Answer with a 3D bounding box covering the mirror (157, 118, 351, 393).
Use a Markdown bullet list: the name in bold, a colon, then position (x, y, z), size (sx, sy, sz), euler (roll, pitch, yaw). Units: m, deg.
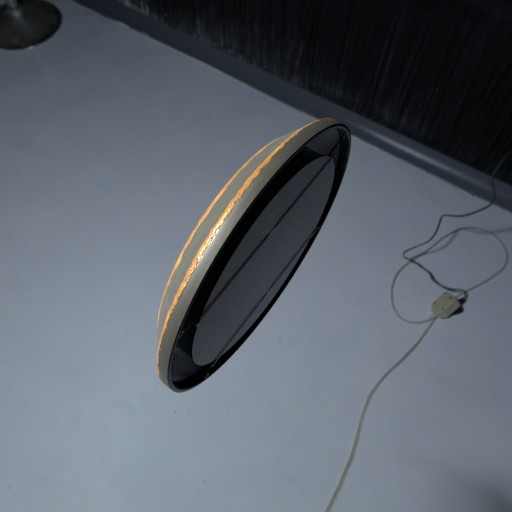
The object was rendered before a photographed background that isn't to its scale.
- **mirror**: position (0.000, 0.000, 1.355), size (0.111, 0.907, 0.907), euler (33, 68, 15)
